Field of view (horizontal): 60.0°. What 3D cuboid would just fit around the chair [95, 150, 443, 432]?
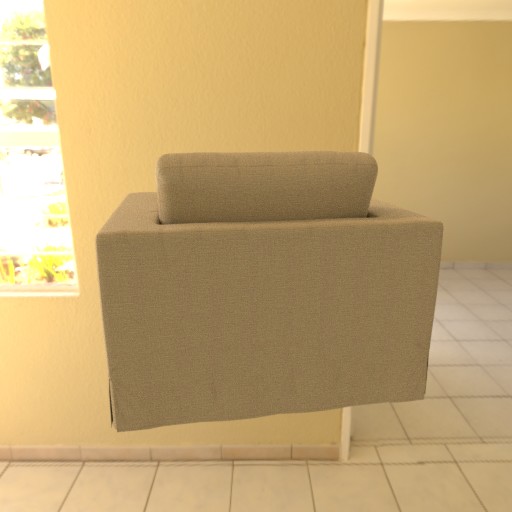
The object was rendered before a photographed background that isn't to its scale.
[{"bbox_3d":[0.000,0.000,1.862,1.150,0.878,0.957,-3,16,-9],"label":"chair"}]
